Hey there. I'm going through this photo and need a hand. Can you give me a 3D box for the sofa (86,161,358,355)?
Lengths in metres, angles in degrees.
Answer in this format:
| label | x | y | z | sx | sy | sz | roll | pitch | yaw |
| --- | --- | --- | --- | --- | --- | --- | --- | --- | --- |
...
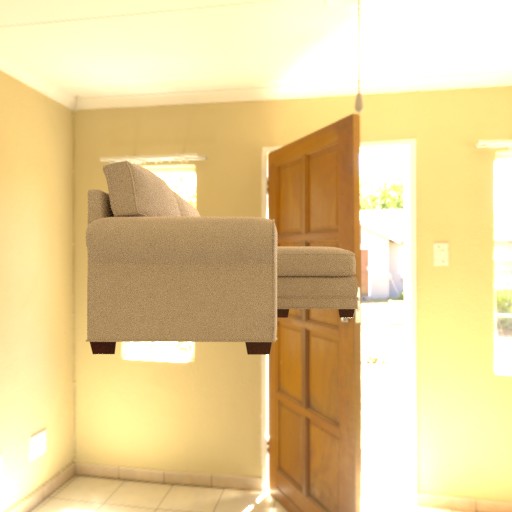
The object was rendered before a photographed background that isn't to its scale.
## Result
| label | x | y | z | sx | sy | sz | roll | pitch | yaw |
| --- | --- | --- | --- | --- | --- | --- | --- | --- | --- |
| sofa | 0.000 | 0.000 | 2.418 | 1.226 | 0.734 | 1.770 | 0 | 0 | 1 |
